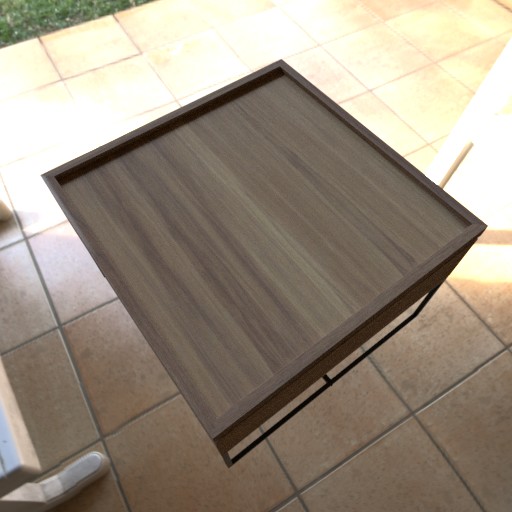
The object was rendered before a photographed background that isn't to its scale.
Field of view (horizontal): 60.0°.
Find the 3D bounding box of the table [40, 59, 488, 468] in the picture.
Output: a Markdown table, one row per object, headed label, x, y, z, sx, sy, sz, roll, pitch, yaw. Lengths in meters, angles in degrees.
| label | x | y | z | sx | sy | sz | roll | pitch | yaw |
| --- | --- | --- | --- | --- | --- | --- | --- | --- | --- |
| table | 0.000 | 0.000 | 1.135 | 0.676 | 0.464 | 0.679 | -33 | 64 | -18 |
